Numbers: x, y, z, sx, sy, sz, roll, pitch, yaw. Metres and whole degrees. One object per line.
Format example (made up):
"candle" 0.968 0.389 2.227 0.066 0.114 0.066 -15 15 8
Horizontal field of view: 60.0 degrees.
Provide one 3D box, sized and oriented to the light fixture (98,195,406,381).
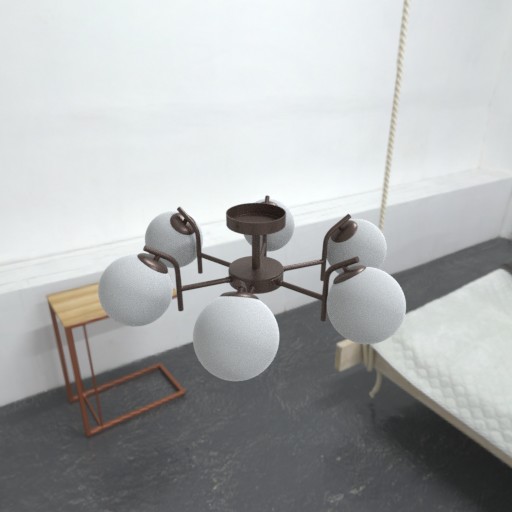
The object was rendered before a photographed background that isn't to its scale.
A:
"light fixture" 0.000 0.000 0.964 0.662 0.201 0.662 0 25 0
